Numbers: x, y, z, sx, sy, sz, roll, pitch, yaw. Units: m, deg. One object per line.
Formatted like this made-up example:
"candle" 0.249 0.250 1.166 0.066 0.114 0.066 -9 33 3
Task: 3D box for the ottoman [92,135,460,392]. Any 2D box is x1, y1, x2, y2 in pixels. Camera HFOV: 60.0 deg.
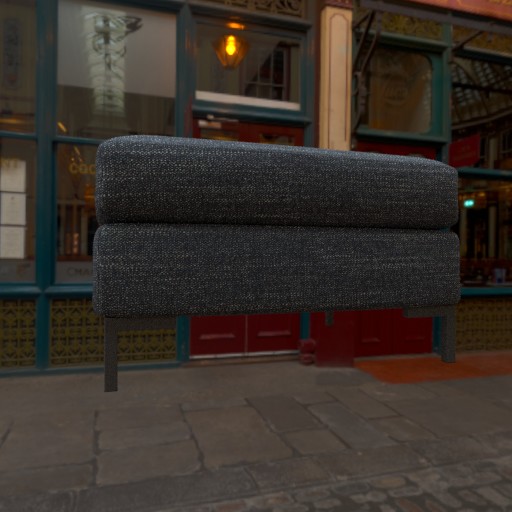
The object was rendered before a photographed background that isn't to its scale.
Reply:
"ottoman" 0.000 0.000 1.200 0.814 0.491 0.667 0 -1 -17
